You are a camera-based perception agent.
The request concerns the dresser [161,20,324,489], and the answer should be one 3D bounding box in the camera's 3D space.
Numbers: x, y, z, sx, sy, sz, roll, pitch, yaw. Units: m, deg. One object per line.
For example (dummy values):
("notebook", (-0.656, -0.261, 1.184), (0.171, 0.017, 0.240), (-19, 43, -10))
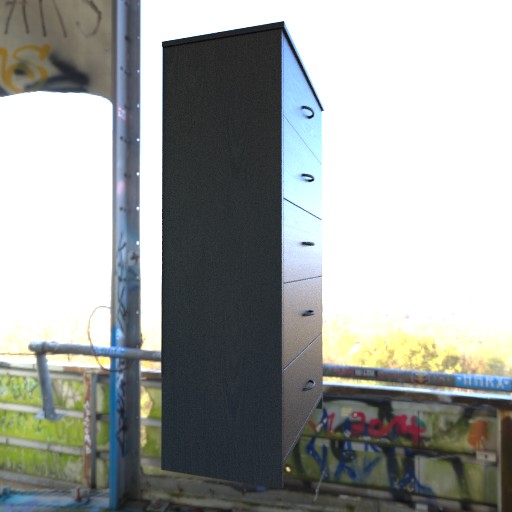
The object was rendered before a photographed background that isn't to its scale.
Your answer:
("dresser", (0.000, 0.000, 1.573), (0.418, 1.254, 0.704), (0, -1, 17))
